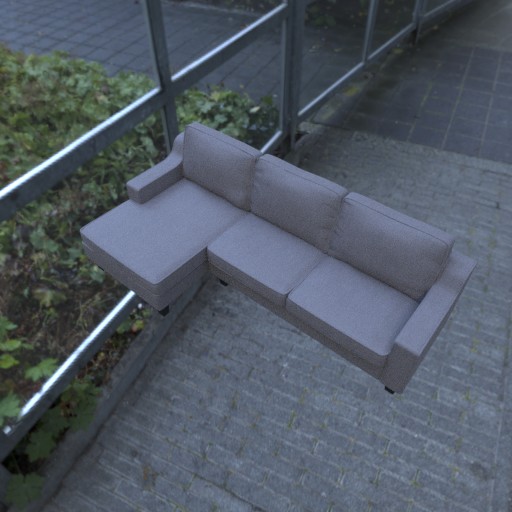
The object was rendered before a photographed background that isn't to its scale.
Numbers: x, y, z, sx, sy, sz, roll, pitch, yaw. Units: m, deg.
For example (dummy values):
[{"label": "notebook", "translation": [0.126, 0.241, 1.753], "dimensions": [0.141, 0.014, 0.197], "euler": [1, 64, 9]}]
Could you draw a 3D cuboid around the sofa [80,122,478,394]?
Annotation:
[{"label": "sofa", "translation": [0.000, 0.000, 3.191], "dimensions": [2.561, 0.928, 1.294], "euler": [30, 53, 26]}]
